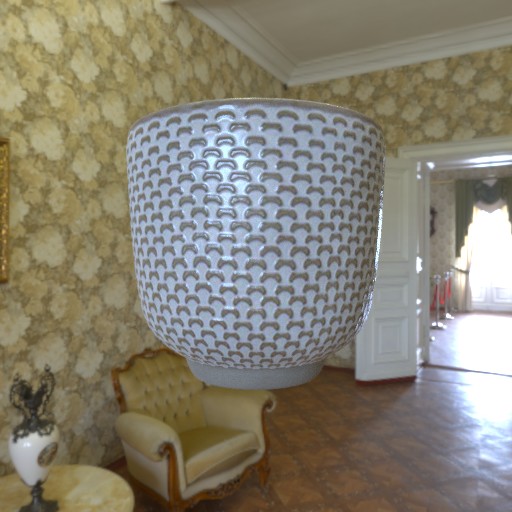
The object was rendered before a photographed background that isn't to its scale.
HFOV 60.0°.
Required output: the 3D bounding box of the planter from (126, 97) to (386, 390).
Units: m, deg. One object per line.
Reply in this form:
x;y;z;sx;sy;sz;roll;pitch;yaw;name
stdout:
0.000;0.000;0.247;0.139;0.130;0.139;0;0;0;planter
